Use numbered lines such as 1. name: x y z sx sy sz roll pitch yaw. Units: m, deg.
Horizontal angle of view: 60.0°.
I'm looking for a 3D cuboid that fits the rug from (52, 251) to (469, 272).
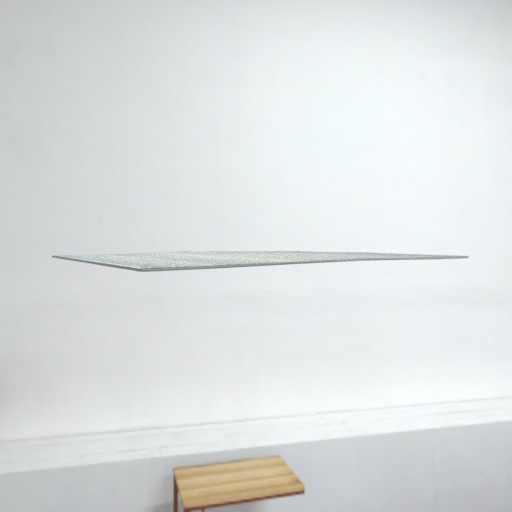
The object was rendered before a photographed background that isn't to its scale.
1. rug: 0.000 0.000 4.299 3.237 0.046 2.461 -1 2 -35
